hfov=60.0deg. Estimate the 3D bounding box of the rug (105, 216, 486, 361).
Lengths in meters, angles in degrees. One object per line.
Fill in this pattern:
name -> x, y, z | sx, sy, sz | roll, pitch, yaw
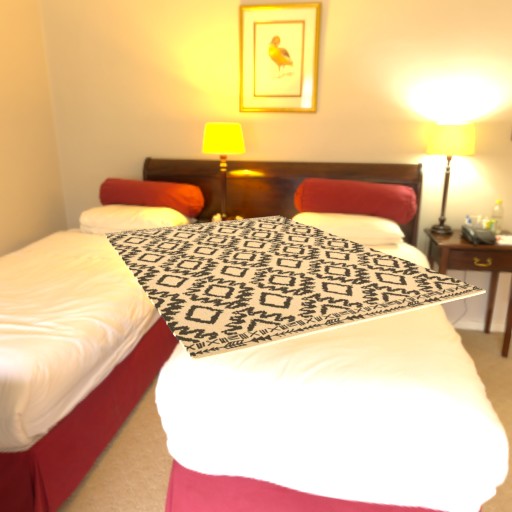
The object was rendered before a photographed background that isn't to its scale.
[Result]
rug -> 0.000, 0.000, 4.426 | 2.444, 0.036, 3.369 | -8, 18, -25
